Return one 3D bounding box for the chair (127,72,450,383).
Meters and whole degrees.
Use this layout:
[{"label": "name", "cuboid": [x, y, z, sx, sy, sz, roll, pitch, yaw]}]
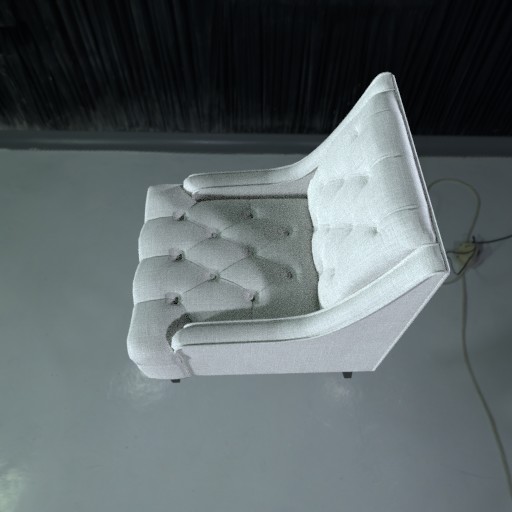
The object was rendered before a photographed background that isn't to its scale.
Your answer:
[{"label": "chair", "cuboid": [0.000, 0.000, 1.412, 0.772, 0.891, 0.658, -1, 59, -1]}]
